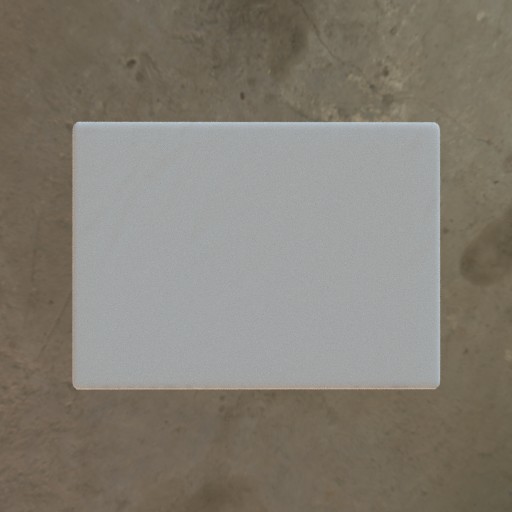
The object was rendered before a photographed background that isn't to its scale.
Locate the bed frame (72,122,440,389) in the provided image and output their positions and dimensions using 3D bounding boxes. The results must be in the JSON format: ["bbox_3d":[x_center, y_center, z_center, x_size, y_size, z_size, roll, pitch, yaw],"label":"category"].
[{"bbox_3d":[0.000,0.000,2.529,1.900,0.561,1.400,0,90,0],"label":"bed frame"}]
